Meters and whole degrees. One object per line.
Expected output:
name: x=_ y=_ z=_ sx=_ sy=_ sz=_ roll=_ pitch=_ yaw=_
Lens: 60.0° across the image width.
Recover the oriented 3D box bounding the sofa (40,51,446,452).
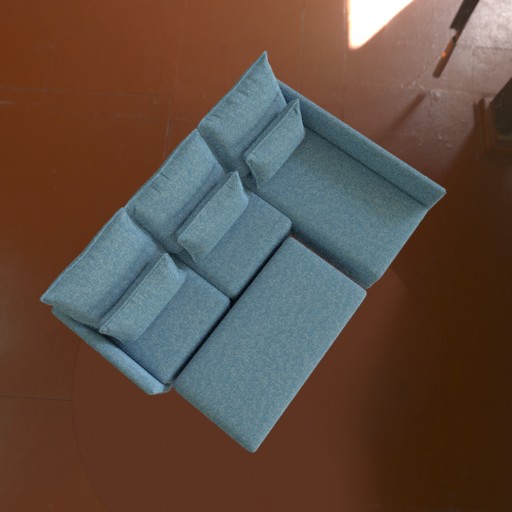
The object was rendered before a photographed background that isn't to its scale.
sofa: x=0.000 y=0.000 z=2.788 sx=1.420 sy=0.899 sz=2.034 roll=37 pitch=78 yaw=9
